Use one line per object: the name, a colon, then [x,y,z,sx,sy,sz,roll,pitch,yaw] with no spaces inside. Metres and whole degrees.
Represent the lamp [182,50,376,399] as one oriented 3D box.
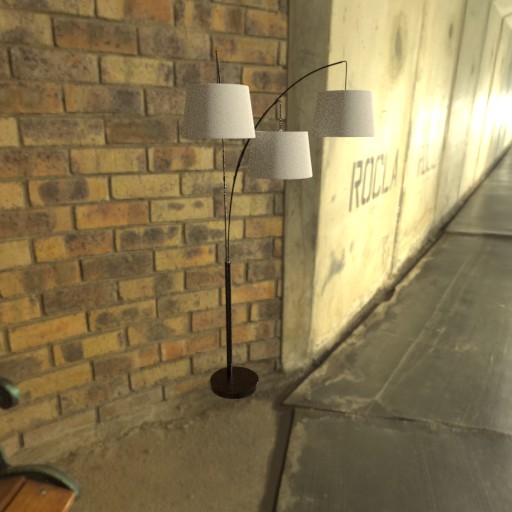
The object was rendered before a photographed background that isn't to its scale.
lamp: [0.000,0.000,2.436,0.951,1.950,0.924,-8,18,-25]
